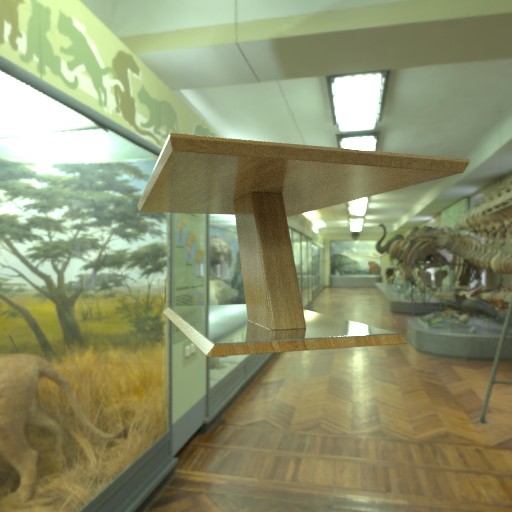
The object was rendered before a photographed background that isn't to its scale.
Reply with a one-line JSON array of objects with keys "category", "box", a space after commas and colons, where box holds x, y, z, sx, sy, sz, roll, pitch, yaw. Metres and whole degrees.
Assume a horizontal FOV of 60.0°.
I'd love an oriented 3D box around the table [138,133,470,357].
[{"category": "table", "box": [0.000, 0.000, 1.446, 0.692, 0.441, 1.100, 0, -1, -18]}]
